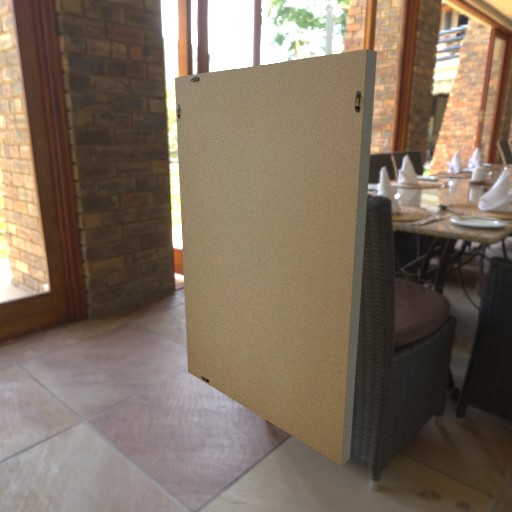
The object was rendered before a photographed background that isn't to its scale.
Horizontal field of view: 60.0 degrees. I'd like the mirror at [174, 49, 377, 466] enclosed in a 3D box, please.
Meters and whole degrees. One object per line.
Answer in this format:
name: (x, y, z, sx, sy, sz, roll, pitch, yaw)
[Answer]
mirror: (0.000, 0.000, 1.154, 0.040, 0.915, 0.609, -15, 21, -43)
